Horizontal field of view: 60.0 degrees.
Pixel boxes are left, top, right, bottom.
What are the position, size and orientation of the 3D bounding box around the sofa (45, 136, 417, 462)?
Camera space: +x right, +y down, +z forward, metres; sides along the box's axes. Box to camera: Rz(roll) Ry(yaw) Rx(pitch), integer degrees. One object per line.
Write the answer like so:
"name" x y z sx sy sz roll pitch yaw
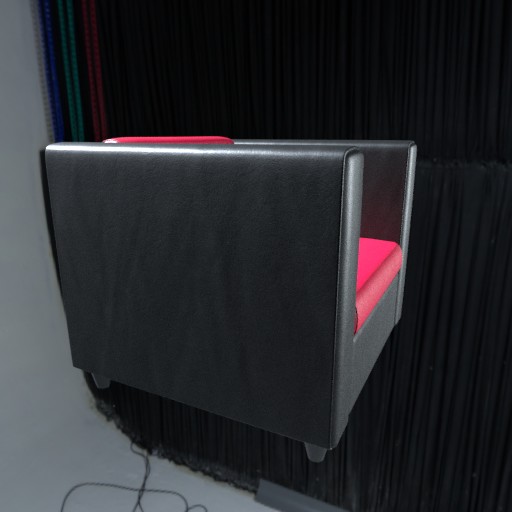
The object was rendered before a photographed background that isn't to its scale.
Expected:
"sofa" 0.000 0.000 1.398 0.809 0.724 0.839 8 17 26
